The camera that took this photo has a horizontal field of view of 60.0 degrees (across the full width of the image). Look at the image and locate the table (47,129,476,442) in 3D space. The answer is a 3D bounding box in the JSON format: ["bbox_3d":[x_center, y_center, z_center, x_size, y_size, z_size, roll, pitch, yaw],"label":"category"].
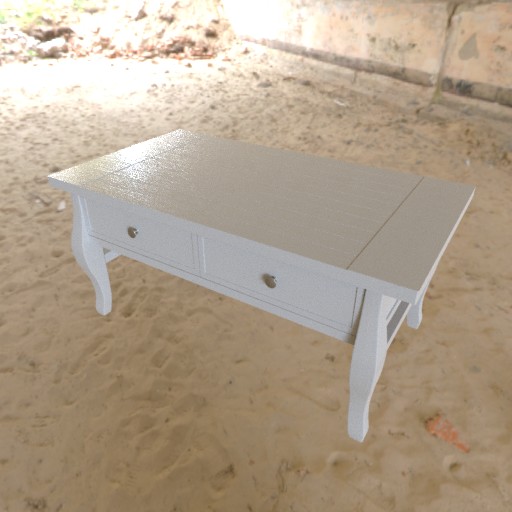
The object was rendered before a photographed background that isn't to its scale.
[{"bbox_3d":[0.000,0.000,1.379,1.062,0.495,0.600,18,36,27],"label":"table"}]
